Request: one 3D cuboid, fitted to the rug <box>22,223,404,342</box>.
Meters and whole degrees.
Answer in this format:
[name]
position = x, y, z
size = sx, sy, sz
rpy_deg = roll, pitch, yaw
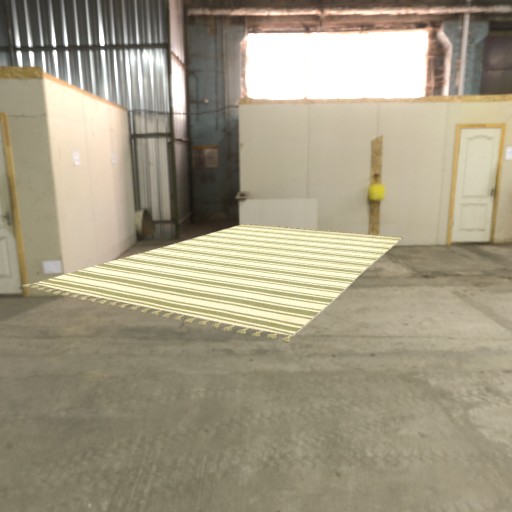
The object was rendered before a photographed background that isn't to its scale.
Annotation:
[rug]
position = 0.000, 0.000, 3.034
size = 1.540, 0.018, 2.435
rpy_deg = 7, 15, 27
